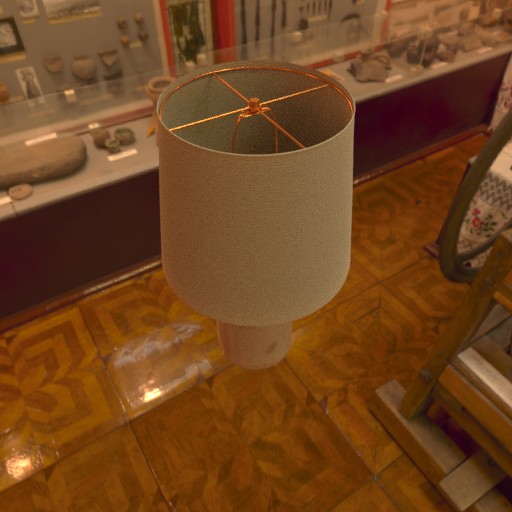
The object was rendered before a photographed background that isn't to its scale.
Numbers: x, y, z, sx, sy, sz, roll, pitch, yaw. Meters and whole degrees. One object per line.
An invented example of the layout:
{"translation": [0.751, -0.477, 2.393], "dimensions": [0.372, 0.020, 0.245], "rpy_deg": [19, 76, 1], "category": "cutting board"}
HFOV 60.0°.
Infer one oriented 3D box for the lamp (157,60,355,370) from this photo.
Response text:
{"translation": [0.000, 0.000, 0.458], "dimensions": [0.189, 0.340, 0.189], "rpy_deg": [0, 46, 0], "category": "lamp"}
